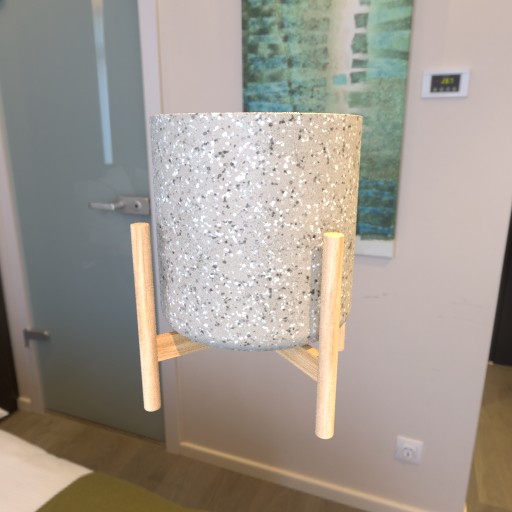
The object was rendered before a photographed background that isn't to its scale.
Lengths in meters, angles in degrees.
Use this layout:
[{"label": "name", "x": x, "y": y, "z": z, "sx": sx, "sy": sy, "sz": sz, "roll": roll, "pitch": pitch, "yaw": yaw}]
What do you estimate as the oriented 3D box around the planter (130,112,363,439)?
[{"label": "planter", "x": 0.000, "y": 0.000, "z": 0.702, "sx": 0.360, "sy": 0.419, "sz": 0.360, "roll": -2, "pitch": 16, "yaw": -8}]
